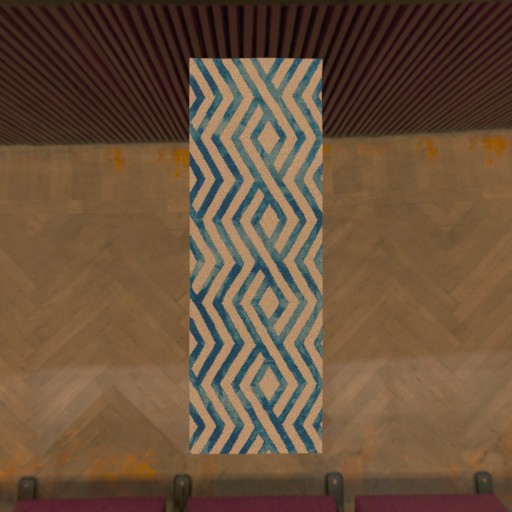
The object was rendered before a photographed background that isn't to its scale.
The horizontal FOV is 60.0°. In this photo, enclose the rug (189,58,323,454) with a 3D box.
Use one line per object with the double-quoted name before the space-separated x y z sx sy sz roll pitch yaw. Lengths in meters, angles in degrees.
"rug" 0.000 0.000 1.672 0.503 0.007 1.492 0 90 -1
